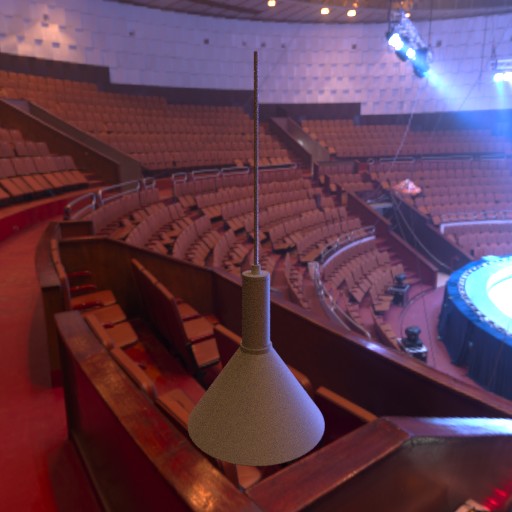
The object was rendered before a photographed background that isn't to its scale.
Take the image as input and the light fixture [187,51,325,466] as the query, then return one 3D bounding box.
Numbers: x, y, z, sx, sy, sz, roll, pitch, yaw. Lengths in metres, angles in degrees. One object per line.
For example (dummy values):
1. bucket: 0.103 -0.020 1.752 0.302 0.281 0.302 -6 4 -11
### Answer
1. light fixture: 0.000 0.000 0.798 0.267 0.683 0.267 -12 18 -43
